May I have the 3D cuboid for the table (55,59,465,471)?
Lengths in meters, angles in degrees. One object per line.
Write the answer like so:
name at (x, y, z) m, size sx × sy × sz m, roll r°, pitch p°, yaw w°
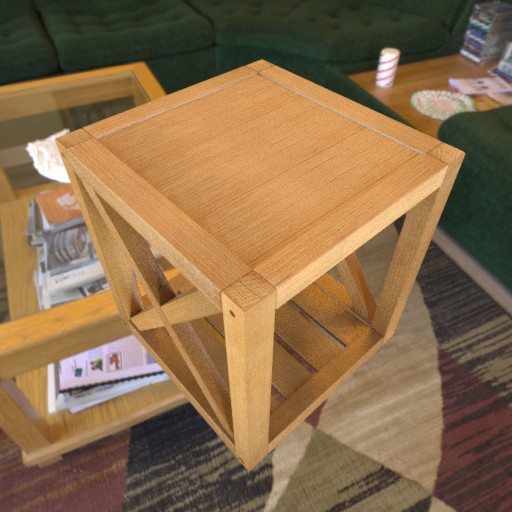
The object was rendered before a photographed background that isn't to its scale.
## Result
table at (0.000, 0.000, 1.057) m, size 0.558 × 0.610 × 0.559 m, roll -33°, pitch 55°, yaw -28°
